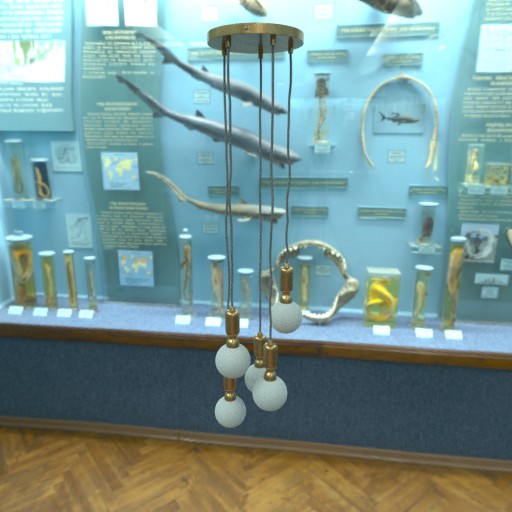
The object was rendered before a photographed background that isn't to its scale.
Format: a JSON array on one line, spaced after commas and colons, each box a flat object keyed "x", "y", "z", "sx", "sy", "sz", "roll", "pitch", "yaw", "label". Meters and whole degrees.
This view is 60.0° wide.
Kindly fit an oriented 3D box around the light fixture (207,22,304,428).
[{"x": 0.000, "y": 0.000, "z": 0.502, "sx": 0.108, "sy": 0.457, "sz": 0.105, "roll": 2, "pitch": 15, "yaw": 9, "label": "light fixture"}]
